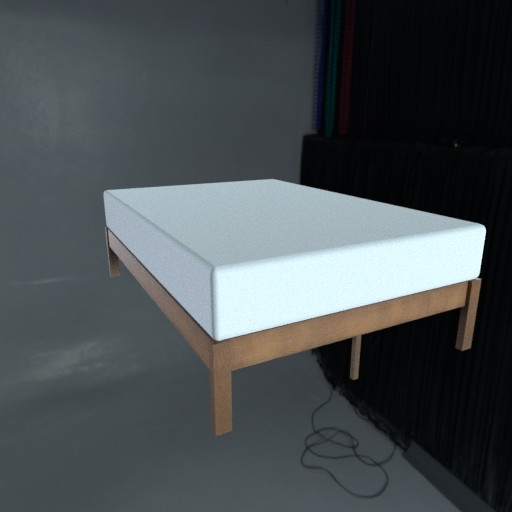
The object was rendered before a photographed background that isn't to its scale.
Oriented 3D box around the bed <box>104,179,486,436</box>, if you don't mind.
[{"bbox_3d":[0.000,0.000,2.585,1.348,0.616,1.927,-9,19,-27],"label":"bed"}]
